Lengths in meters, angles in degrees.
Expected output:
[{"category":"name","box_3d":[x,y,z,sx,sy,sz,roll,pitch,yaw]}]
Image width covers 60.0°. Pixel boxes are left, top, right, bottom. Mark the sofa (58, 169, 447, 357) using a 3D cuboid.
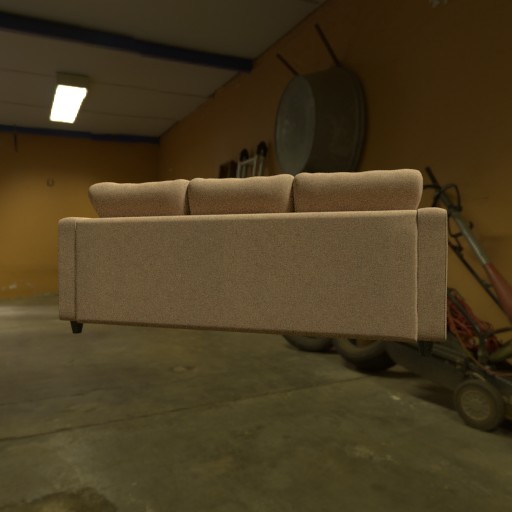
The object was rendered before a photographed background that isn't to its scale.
[{"category":"sofa","box_3d":[0.000,0.000,2.443,1.855,0.800,0.930,0,1,17]}]
